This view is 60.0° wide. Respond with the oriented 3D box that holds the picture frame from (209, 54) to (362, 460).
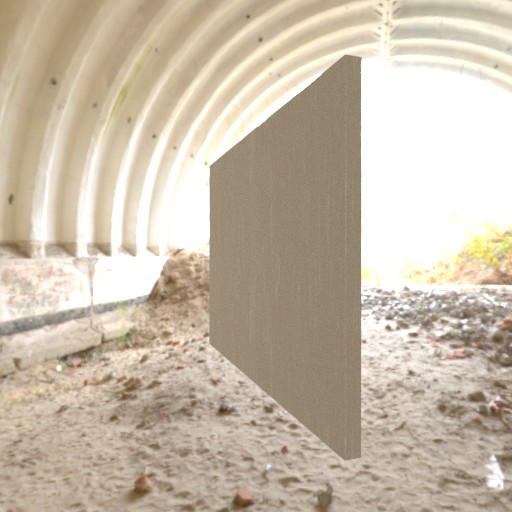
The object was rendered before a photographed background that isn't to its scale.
[{"bbox_3d":[0.000,0.000,1.152,0.029,0.640,0.950,0,0,-19],"label":"picture frame"}]
